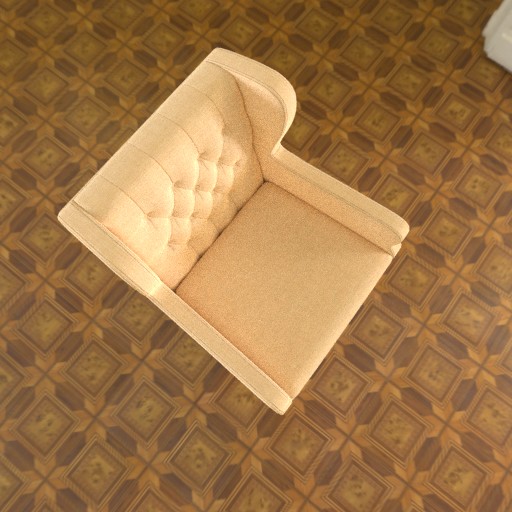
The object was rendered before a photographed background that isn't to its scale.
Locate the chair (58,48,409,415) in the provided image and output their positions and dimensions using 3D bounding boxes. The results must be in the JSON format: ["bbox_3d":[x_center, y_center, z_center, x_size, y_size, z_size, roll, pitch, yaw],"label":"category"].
[{"bbox_3d":[0.000,0.000,1.484,0.760,0.930,0.710,36,78,9],"label":"chair"}]
